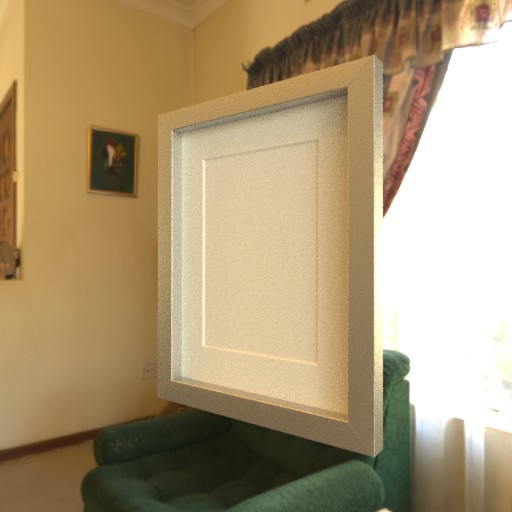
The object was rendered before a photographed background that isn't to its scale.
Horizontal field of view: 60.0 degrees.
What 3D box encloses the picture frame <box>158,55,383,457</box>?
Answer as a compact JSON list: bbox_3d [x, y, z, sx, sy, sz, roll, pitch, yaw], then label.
[{"bbox_3d":[0.000,0.000,0.530,0.307,0.386,0.036,0,0,36],"label":"picture frame"}]
